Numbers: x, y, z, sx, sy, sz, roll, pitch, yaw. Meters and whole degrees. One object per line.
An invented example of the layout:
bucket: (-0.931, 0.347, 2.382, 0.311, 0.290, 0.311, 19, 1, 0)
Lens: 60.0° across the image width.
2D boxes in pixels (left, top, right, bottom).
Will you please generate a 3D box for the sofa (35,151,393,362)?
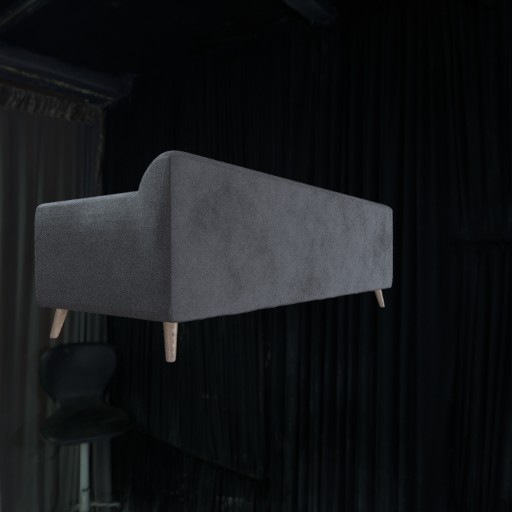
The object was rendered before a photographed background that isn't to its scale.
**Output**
sofa: (0.000, 0.000, 2.617, 0.900, 0.740, 2.190, 0, 0, 36)
